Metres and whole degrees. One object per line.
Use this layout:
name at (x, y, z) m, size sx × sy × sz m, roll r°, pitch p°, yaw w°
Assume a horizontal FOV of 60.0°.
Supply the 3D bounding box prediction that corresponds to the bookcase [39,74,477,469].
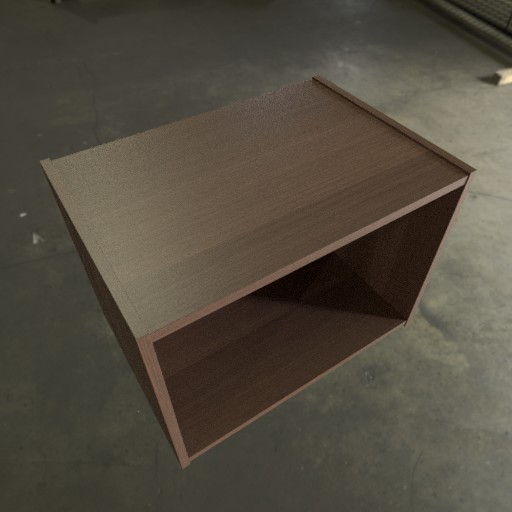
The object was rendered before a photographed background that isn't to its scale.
bookcase at (0.000, 0.000, 0.622) m, size 0.415 × 0.305 × 0.290 m, roll -25°, pitch 52°, yaw -22°
